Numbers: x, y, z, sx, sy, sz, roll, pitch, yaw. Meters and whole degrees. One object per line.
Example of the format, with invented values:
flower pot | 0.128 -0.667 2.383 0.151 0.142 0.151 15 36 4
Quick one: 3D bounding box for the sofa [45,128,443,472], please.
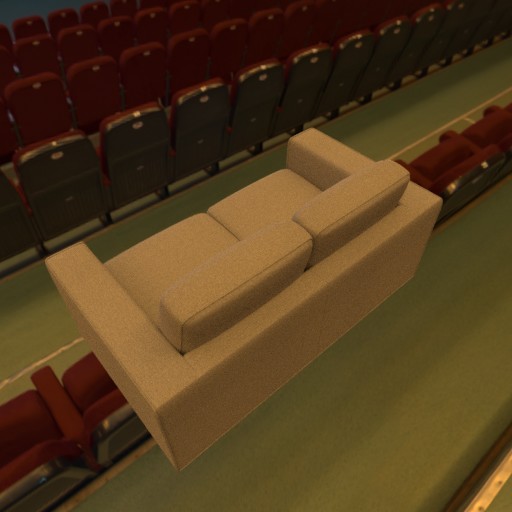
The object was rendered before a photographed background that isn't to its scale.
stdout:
sofa | 0.000 0.000 2.385 1.812 0.924 1.007 -32 54 -27
